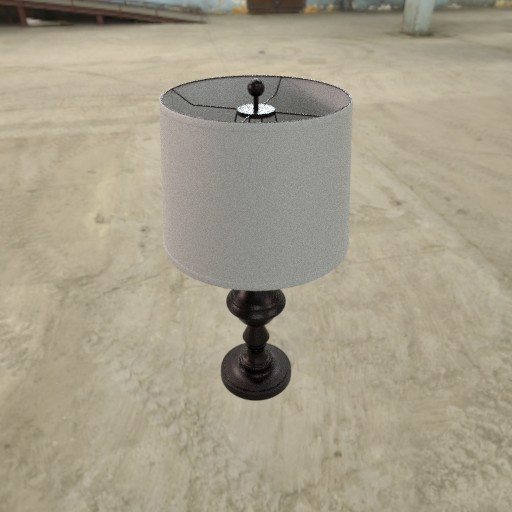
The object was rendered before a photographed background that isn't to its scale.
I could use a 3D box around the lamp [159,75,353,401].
[{"bbox_3d":[0.000,0.000,0.958,0.383,0.726,0.383,0,33,0],"label":"lamp"}]
